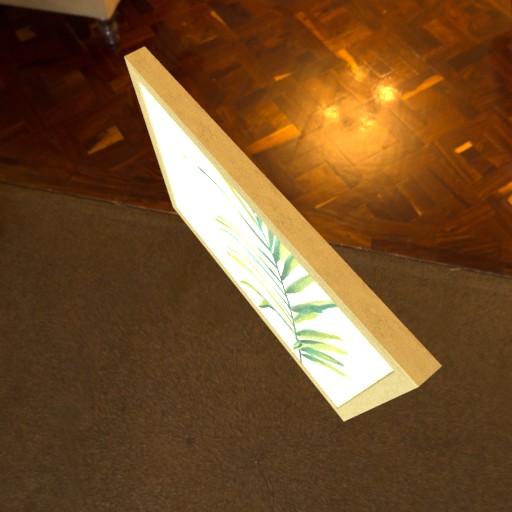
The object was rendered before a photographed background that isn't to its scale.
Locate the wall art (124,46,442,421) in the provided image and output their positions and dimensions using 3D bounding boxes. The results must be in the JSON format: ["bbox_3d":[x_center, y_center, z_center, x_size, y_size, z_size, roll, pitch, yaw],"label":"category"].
[{"bbox_3d":[0.000,0.000,0.672,0.032,0.380,0.532,-35,70,-15],"label":"wall art"}]
